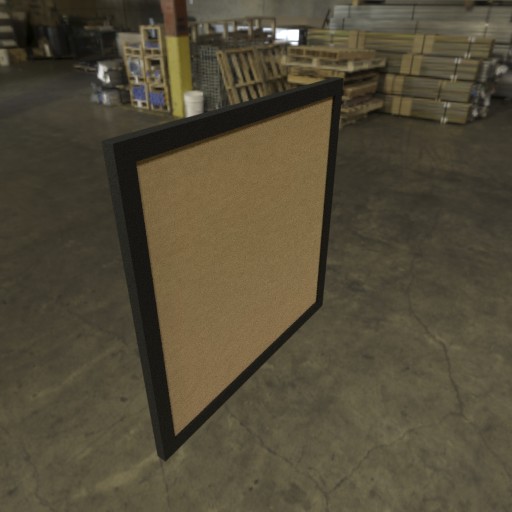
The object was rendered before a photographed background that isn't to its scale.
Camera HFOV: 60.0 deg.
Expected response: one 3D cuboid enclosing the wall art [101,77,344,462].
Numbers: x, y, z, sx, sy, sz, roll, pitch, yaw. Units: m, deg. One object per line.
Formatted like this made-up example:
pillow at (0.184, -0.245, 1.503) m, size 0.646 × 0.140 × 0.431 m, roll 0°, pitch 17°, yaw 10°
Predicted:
wall art at (0.000, 0.000, 0.527) m, size 0.013 × 0.356 × 0.356 m, roll 20°, pitch 36°, yaw 31°
